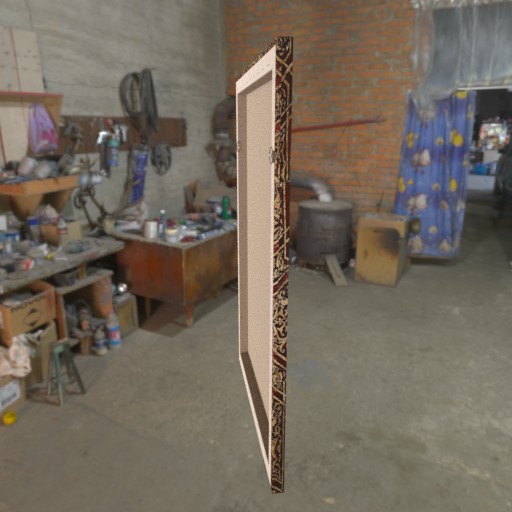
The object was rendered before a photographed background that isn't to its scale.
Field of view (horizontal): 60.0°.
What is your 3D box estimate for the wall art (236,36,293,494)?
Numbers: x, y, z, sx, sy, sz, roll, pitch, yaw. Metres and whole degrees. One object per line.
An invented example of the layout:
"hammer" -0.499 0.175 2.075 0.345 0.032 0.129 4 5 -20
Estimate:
"wall art" 0.000 0.000 1.125 0.030 0.904 0.599 -2 16 -9
